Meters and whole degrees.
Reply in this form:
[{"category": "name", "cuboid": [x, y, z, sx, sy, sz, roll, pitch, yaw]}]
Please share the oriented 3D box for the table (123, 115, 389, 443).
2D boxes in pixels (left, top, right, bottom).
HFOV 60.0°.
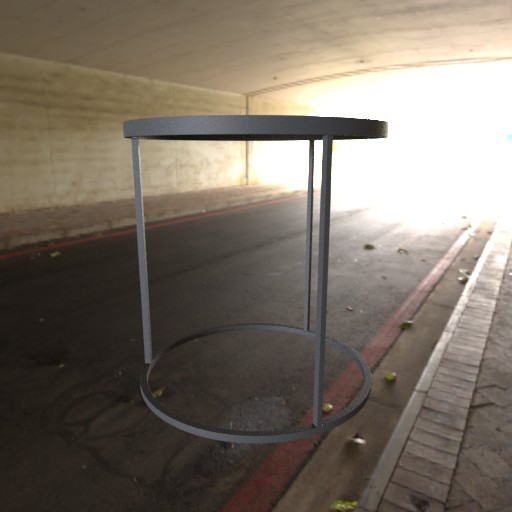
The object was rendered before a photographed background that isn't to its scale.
[{"category": "table", "cuboid": [0.000, 0.000, 0.872, 0.470, 0.498, 0.470, 0, 13, 0]}]
